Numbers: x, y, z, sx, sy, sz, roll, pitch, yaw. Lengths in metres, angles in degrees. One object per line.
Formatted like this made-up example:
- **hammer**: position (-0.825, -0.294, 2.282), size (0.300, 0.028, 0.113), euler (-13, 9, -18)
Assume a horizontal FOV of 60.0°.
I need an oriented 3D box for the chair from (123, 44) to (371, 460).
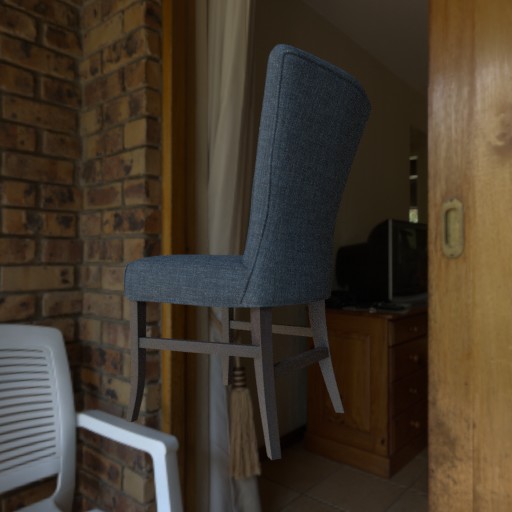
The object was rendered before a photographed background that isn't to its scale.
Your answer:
- **chair**: position (0.000, 0.000, 1.359), size (0.660, 0.991, 0.520), euler (0, 0, 35)
